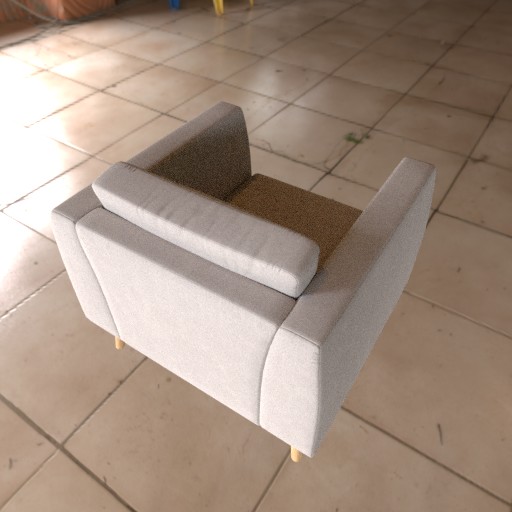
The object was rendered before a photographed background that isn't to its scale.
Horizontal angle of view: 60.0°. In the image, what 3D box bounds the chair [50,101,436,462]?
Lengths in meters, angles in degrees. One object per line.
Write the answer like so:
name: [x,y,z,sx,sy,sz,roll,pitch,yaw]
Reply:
chair: [0.000,0.000,1.662,1.000,0.860,0.930,24,49,23]
